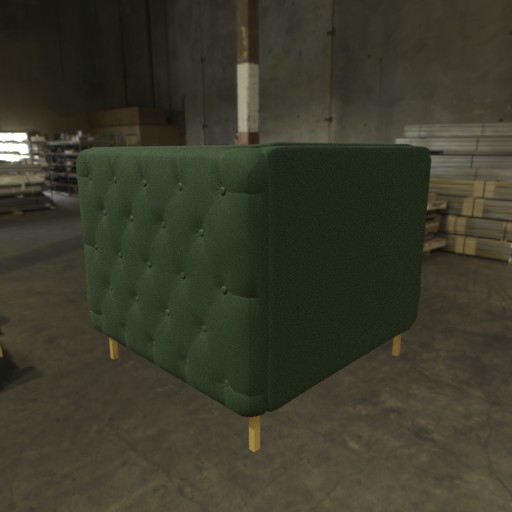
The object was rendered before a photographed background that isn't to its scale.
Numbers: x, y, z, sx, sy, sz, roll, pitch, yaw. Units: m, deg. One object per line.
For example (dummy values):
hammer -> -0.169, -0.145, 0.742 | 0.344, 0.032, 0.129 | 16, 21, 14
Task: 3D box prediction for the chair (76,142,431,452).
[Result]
chair -> 0.000, 0.000, 1.565 | 0.855, 0.768, 0.917 | 13, 19, 43
